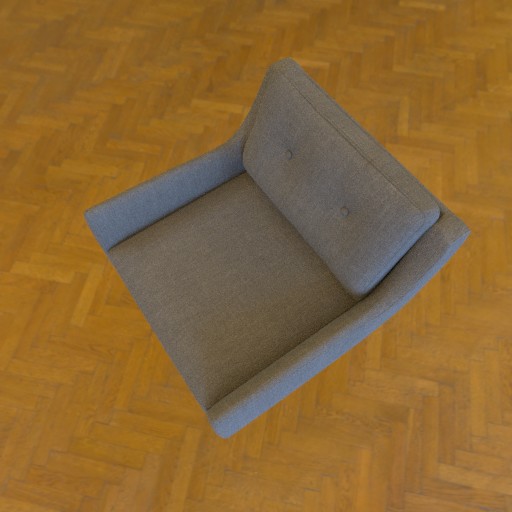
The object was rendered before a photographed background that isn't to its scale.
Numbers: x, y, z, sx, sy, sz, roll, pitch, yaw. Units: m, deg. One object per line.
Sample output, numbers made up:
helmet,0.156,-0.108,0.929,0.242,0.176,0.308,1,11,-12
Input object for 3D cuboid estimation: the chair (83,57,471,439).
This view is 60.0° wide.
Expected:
chair,0.000,0.000,1.523,0.849,0.828,0.847,-32,68,-15
